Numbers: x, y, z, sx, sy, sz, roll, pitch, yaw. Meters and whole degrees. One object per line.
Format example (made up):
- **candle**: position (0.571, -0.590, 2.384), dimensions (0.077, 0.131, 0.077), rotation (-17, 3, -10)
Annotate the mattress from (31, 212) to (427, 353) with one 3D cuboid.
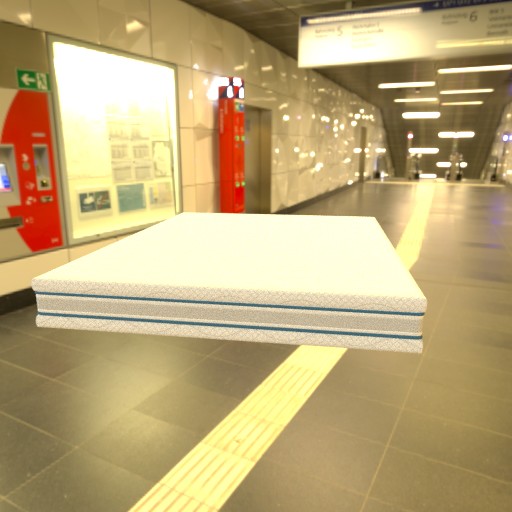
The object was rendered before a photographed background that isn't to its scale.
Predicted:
- **mattress**: position (0.000, 0.000, 2.721), dimensions (1.600, 0.230, 2.000), rotation (2, 14, 9)
